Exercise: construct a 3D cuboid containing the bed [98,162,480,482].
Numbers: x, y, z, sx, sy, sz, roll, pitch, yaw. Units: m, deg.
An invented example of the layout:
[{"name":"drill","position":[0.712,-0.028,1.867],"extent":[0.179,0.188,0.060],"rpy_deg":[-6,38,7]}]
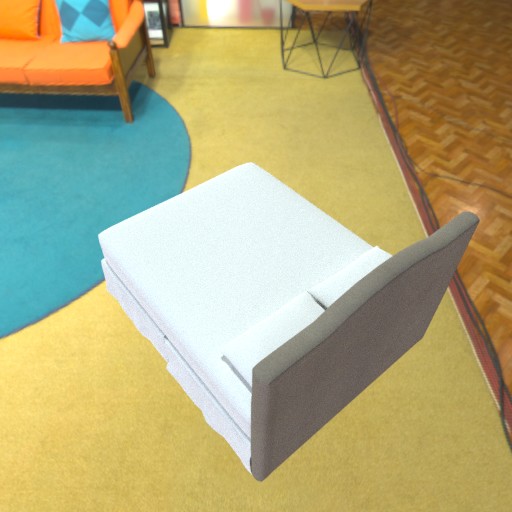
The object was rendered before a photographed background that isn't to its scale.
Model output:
[{"name":"bed","position":[0.000,0.000,3.253],"extent":[1.744,1.441,2.128],"rpy_deg":[-31,54,-26]}]
